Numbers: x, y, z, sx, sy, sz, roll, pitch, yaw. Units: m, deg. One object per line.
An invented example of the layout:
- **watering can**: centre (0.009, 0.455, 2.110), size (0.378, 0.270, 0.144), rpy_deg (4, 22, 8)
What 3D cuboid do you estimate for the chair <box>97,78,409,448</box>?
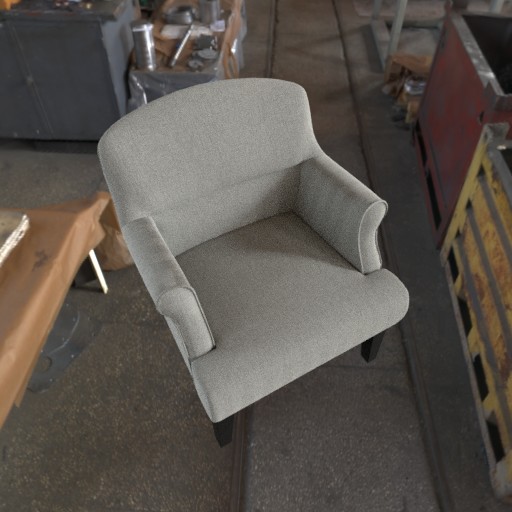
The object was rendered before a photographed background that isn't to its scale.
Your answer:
- **chair**: centre (0.000, 0.000, 1.466), size (0.772, 0.880, 0.755), rpy_deg (-23, 50, -20)
